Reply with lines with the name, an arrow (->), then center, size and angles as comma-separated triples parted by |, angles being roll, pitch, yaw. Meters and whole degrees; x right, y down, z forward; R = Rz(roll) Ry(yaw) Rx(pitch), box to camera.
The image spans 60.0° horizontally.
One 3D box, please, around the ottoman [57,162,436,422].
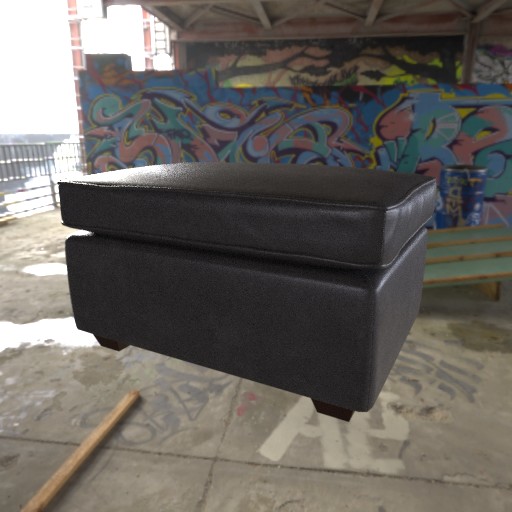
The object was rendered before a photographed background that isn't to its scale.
ottoman -> 0.000, 0.000, 1.099 | 0.756, 0.445, 0.554 | 8, 18, 27
